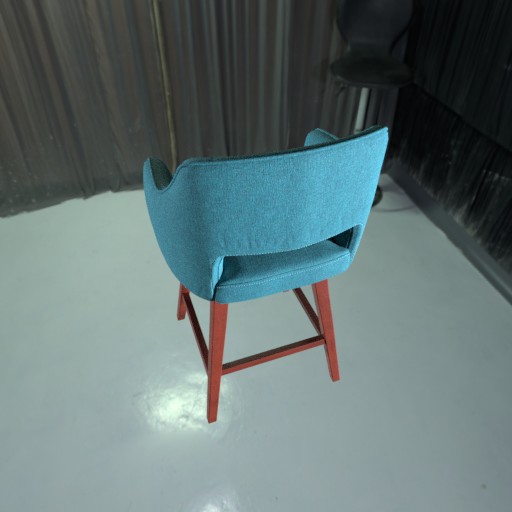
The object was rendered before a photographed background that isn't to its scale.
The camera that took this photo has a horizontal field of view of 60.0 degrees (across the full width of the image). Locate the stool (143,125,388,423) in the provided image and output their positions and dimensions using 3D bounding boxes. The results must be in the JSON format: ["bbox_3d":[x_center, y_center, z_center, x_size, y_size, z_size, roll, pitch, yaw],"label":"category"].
[{"bbox_3d":[0.000,0.000,1.305,0.548,0.961,0.556,-14,44,-15],"label":"stool"}]
